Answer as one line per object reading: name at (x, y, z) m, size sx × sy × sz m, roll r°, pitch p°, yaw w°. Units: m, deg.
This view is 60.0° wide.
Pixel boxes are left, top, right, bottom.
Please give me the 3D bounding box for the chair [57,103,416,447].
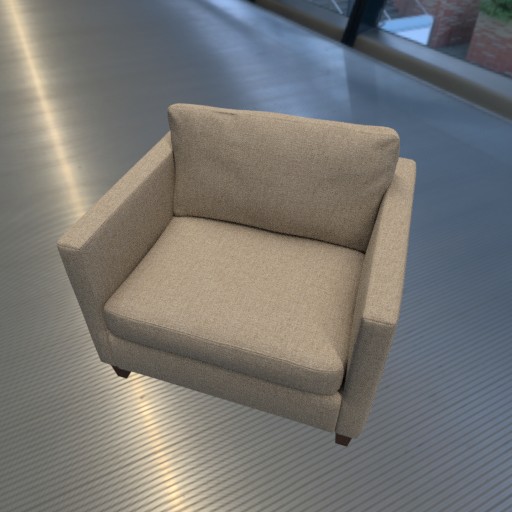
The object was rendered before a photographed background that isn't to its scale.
chair at (0.000, 0.000, 1.791) m, size 1.107 × 0.961 × 0.959 m, roll 12°, pitch 43°, yaw 13°
